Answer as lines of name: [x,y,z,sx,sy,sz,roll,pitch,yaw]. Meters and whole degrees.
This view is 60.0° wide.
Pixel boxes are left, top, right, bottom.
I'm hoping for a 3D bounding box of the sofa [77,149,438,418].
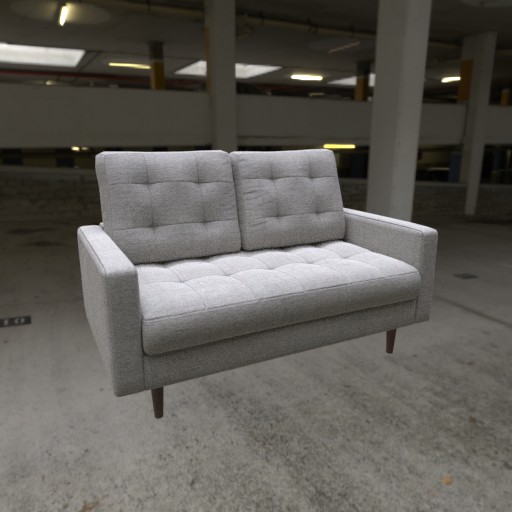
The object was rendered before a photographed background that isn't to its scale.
sofa: [0.000,0.000,1.978,1.407,0.907,0.842,-7,17,-26]
